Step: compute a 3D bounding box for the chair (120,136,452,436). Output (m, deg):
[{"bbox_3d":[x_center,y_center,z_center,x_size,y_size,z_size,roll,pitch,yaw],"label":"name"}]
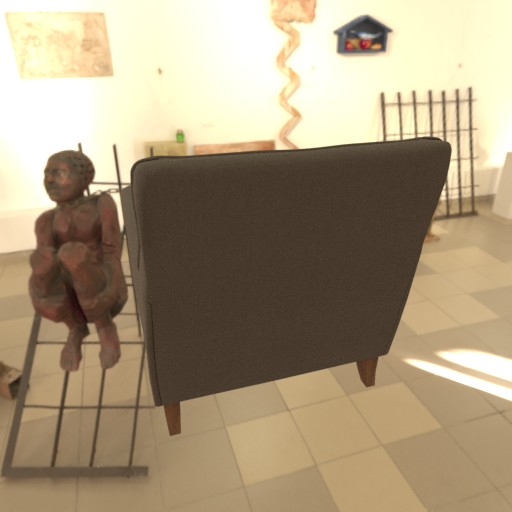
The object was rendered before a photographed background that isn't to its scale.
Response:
[{"bbox_3d":[0.000,0.000,1.535,0.836,0.911,0.831,-8,27,-16],"label":"chair"}]
